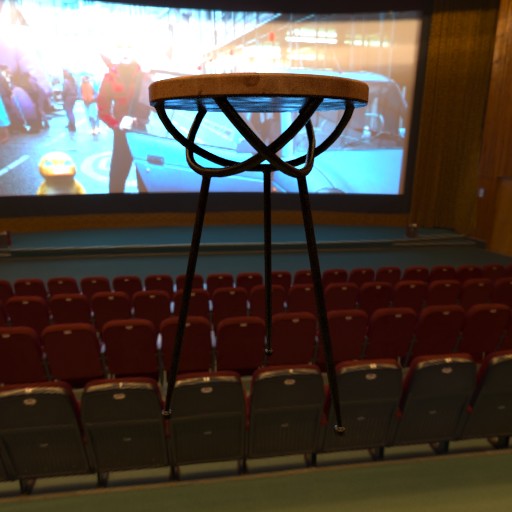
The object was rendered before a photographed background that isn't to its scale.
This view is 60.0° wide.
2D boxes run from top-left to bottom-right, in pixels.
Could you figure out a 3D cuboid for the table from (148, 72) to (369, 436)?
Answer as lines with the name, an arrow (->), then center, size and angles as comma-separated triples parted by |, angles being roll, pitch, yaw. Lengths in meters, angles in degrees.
table -> 0.000, 0.000, 0.930 | 0.418, 0.664, 0.414 | -2, 15, -8
